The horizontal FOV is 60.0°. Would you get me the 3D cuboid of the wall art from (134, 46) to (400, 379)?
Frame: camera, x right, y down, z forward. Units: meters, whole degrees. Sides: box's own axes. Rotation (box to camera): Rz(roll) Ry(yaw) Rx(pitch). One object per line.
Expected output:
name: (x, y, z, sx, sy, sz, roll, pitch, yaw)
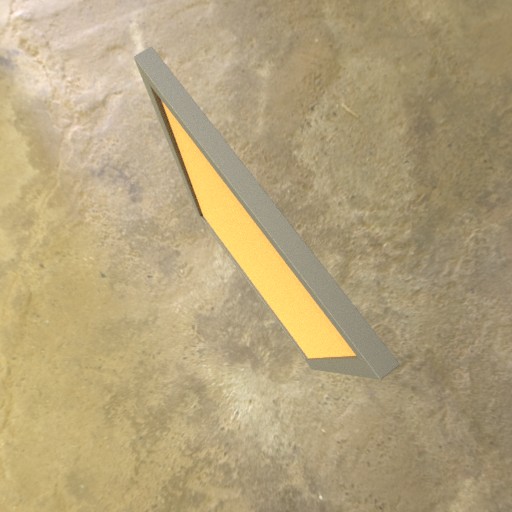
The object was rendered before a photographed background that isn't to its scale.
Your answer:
wall art: (0.000, 0.000, 0.757, 0.029, 0.558, 0.458, -35, 79, -8)
